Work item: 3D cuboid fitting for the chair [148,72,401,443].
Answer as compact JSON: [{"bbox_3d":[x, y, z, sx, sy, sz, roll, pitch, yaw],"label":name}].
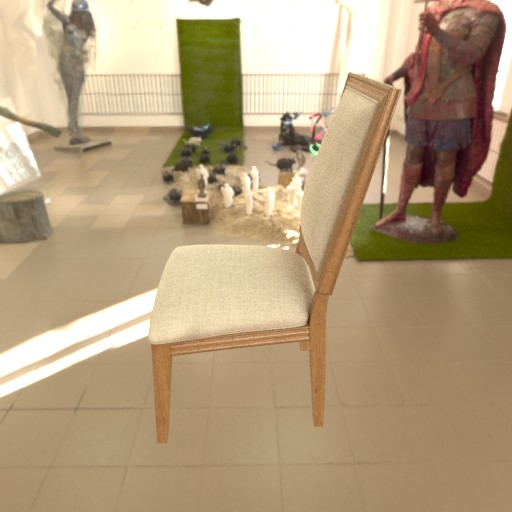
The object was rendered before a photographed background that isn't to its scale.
[{"bbox_3d":[0.000,0.000,1.325,0.601,0.988,0.536,-1,27,-1],"label":"chair"}]
